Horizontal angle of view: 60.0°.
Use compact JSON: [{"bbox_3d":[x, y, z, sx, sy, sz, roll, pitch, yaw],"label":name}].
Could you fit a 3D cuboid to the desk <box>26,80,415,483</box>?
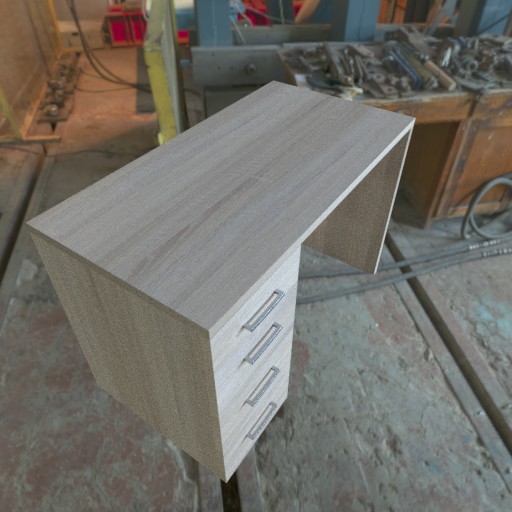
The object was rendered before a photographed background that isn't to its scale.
[{"bbox_3d":[0.000,0.000,1.530,0.600,0.731,1.100,25,48,25],"label":"desk"}]
